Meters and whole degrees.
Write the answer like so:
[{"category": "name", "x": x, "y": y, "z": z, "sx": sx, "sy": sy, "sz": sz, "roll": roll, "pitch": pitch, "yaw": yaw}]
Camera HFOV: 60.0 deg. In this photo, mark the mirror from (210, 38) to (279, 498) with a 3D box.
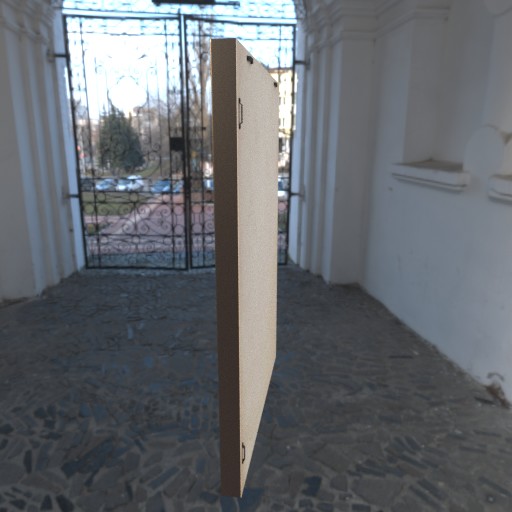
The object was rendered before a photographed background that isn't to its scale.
[{"category": "mirror", "x": 0.000, "y": 0.000, "z": 0.900, "sx": 0.040, "sy": 0.710, "sz": 0.507, "roll": 2, "pitch": 15, "yaw": 9}]
